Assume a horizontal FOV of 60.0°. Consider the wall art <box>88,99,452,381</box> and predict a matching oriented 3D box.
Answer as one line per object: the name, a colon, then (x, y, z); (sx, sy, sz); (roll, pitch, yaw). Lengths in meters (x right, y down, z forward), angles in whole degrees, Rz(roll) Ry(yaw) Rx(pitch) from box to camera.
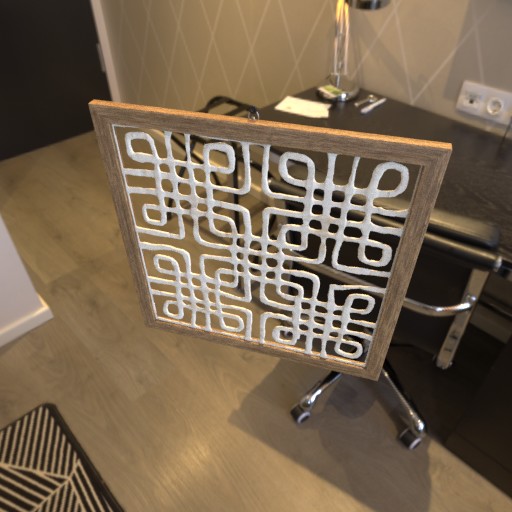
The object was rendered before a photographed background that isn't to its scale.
wall art: (0.000, 0.000, 0.846); (0.561, 0.582, 0.021); (11, 43, 12)
